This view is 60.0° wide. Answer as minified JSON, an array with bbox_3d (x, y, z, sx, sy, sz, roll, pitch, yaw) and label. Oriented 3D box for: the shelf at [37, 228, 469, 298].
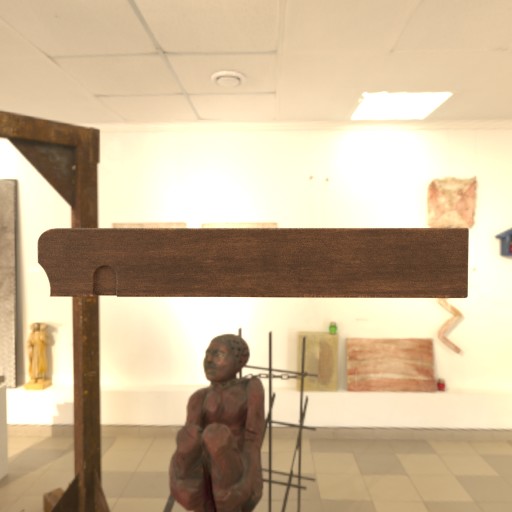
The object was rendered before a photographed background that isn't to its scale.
[{"bbox_3d":[0.000,0.000,0.471,0.310,0.050,0.310,0,2,2],"label":"shelf"}]
